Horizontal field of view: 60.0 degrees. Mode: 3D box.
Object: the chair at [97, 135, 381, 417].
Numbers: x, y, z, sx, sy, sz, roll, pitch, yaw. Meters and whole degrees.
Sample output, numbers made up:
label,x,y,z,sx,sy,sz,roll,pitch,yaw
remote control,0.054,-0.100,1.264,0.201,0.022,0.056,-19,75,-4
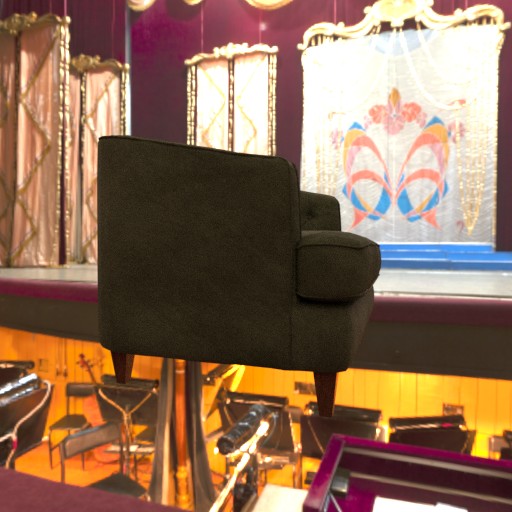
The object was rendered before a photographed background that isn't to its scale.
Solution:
label,x,y,z,sx,sy,sz,roll,pitch,yaw
chair,0.000,0.000,1.765,0.941,0.852,1.104,0,1,18
